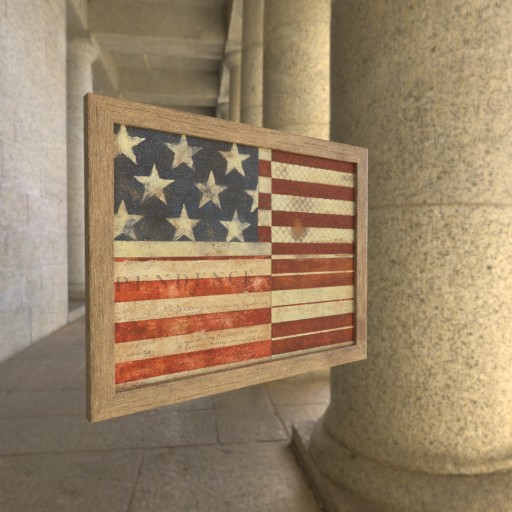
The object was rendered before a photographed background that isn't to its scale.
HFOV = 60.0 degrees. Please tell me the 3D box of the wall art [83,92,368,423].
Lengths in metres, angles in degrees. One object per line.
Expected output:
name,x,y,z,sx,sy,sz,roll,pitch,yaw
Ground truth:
wall art,0.000,0.000,0.931,0.690,0.535,0.026,-1,2,-37
